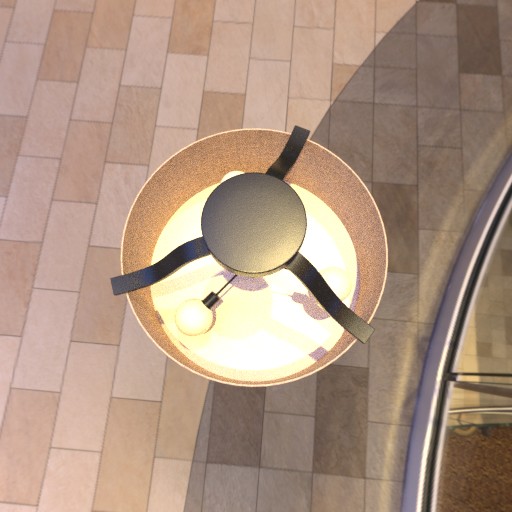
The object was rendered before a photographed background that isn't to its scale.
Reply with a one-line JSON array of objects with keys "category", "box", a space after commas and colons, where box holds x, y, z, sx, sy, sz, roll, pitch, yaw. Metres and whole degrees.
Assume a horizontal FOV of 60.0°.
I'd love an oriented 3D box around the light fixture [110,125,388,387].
[{"category": "light fixture", "box": [0.000, 0.000, 0.668, 0.390, 0.306, 0.390, 0, 75, 0]}]
